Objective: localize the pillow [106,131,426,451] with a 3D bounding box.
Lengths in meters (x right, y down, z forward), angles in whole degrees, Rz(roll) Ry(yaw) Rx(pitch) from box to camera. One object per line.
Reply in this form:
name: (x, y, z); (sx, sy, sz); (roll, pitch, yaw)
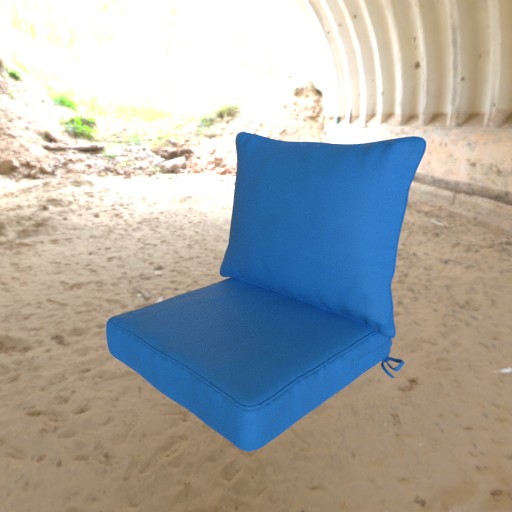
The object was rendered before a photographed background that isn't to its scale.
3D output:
pillow: (0.000, 0.000, 1.383); (0.798, 0.725, 0.733); (16, 24, 42)
